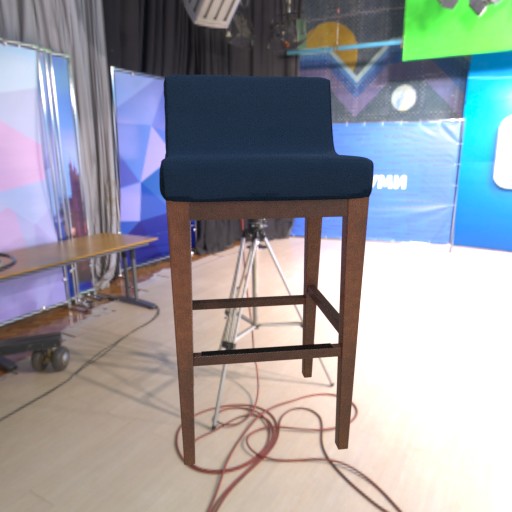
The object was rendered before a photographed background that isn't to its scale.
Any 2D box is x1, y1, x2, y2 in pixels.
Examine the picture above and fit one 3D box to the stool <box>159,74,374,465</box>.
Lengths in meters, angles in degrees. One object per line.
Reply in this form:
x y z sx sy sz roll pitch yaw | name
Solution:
0.000 0.000 1.305 0.511 1.037 0.500 -2 15 -8 | stool
